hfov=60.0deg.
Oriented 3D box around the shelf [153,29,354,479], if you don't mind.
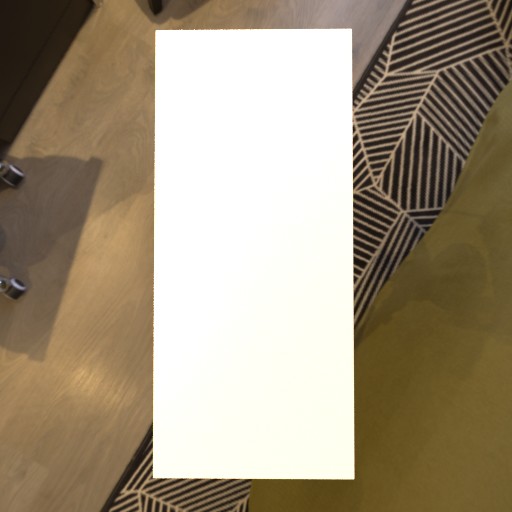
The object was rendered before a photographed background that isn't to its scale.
[{"bbox_3d":[0.000,0.000,1.249,0.396,0.732,0.895,0,89,1],"label":"shelf"}]
